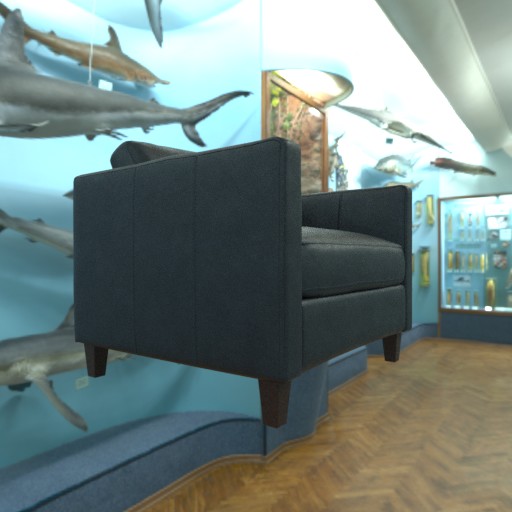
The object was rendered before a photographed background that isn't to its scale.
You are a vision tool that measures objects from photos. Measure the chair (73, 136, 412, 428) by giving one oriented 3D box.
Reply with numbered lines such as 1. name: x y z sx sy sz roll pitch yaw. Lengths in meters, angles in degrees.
1. chair: 0.000 0.000 1.598 0.862 0.811 0.939 0 0 37
